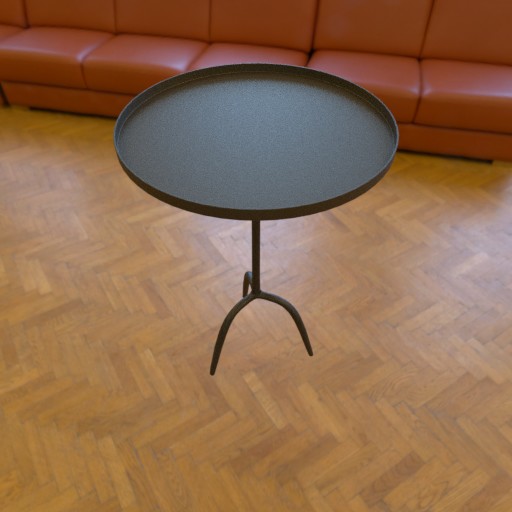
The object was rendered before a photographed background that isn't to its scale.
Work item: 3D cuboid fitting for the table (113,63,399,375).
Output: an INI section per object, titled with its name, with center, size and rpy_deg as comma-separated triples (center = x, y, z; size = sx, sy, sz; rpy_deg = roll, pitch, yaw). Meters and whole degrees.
[table]
center = 0.000, 0.000, 1.049
size = 0.502, 0.700, 0.502
rpy_deg = 8, 46, 8
